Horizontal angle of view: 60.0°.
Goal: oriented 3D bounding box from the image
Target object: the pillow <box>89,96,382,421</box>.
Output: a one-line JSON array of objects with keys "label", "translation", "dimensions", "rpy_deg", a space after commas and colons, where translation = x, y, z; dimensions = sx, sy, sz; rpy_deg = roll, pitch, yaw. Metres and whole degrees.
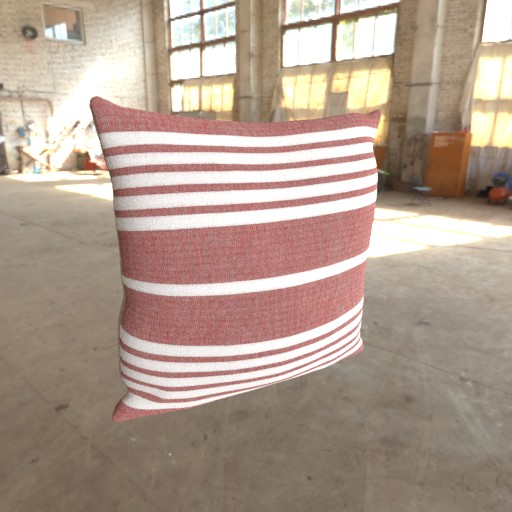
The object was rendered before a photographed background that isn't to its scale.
[{"label": "pillow", "translation": [0.000, 0.000, 0.645], "dimensions": [0.439, 0.427, 0.182], "rpy_deg": [-8, 18, -26]}]
